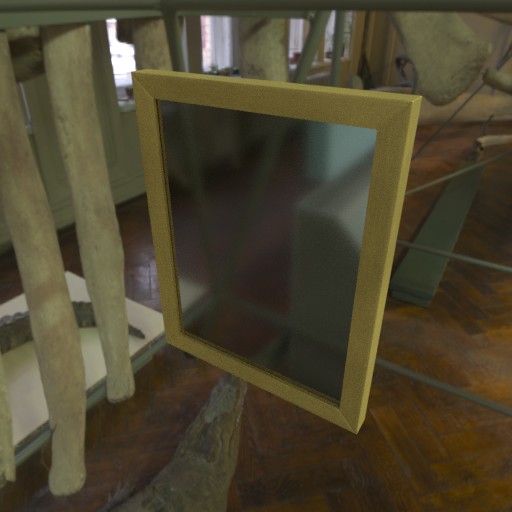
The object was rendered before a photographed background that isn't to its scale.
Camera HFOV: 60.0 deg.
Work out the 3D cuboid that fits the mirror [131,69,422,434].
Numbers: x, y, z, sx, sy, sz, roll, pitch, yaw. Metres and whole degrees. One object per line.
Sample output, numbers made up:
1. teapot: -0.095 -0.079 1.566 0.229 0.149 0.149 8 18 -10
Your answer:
1. mirror: 0.000 0.000 0.686 0.405 0.508 0.041 18 34 28
